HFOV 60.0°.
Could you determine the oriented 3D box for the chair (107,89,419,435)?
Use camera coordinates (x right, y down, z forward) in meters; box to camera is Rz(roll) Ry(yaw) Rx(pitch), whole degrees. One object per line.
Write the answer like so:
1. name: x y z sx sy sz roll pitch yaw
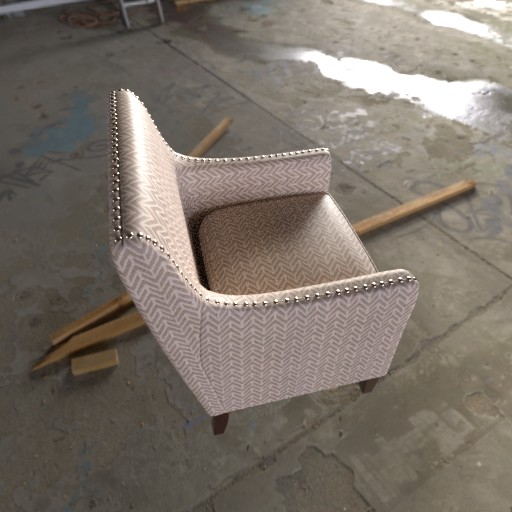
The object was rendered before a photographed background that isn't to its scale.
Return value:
1. chair: 0.000 0.000 1.262 0.651 0.816 0.623 -10 46 -10
